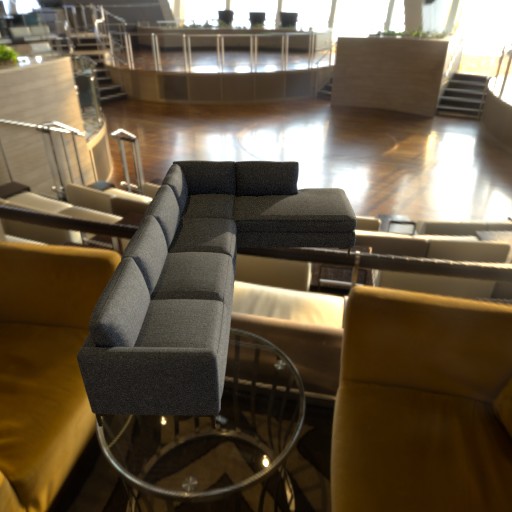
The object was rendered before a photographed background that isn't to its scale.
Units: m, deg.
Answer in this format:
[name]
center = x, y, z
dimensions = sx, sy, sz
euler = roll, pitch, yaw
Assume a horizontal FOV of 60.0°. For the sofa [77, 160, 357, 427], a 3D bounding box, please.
[sofa]
center = 0.000, 0.000, 3.825
dimensions = 2.007, 0.815, 2.949
euler = 0, 31, 1
